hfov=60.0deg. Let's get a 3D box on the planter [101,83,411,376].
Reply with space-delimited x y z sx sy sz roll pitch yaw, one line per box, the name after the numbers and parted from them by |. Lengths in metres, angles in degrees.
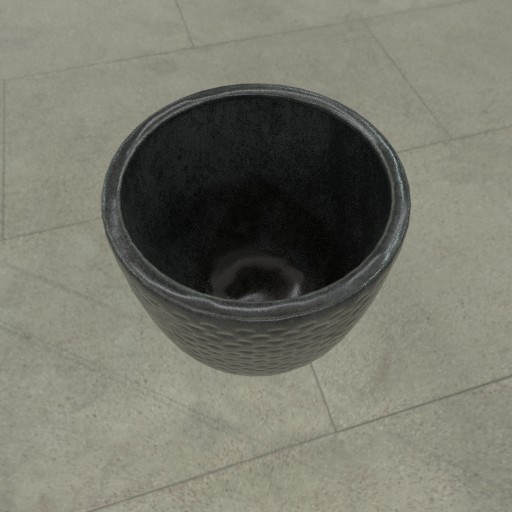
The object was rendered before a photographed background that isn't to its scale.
0.000 0.000 0.313 0.172 0.160 0.172 0 58 0 | planter
